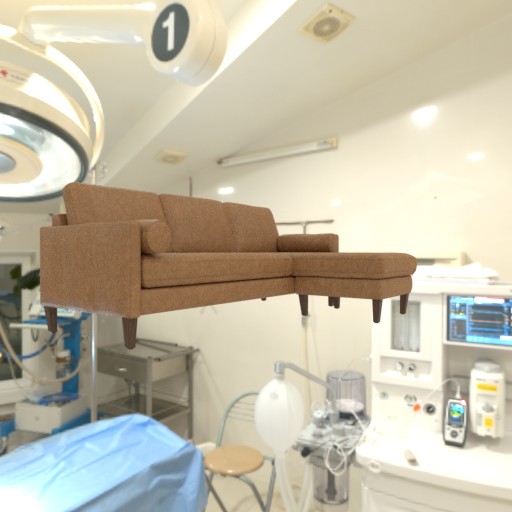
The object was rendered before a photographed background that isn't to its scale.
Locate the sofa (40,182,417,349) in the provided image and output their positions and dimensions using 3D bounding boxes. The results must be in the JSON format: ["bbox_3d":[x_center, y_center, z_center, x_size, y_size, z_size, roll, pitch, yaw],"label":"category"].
[{"bbox_3d":[0.000,0.000,2.962,1.506,0.876,2.178,0,1,37],"label":"sofa"}]
